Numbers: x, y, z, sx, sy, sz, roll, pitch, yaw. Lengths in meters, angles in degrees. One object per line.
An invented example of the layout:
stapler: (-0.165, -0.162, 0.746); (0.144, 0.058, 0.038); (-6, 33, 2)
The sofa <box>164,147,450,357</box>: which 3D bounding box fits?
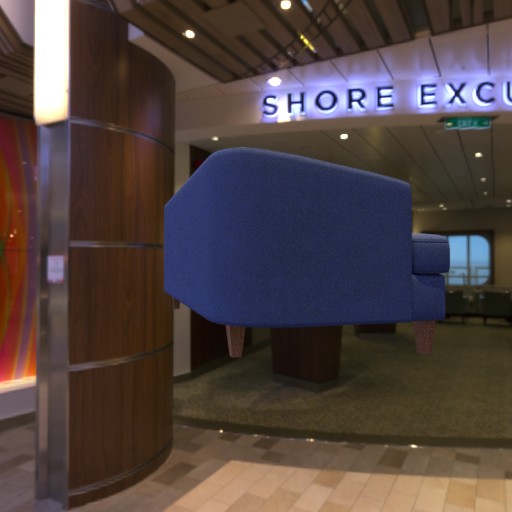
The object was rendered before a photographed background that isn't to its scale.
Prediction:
sofa: (0.000, 0.000, 2.654); (0.914, 0.787, 2.235); (0, -1, -18)
